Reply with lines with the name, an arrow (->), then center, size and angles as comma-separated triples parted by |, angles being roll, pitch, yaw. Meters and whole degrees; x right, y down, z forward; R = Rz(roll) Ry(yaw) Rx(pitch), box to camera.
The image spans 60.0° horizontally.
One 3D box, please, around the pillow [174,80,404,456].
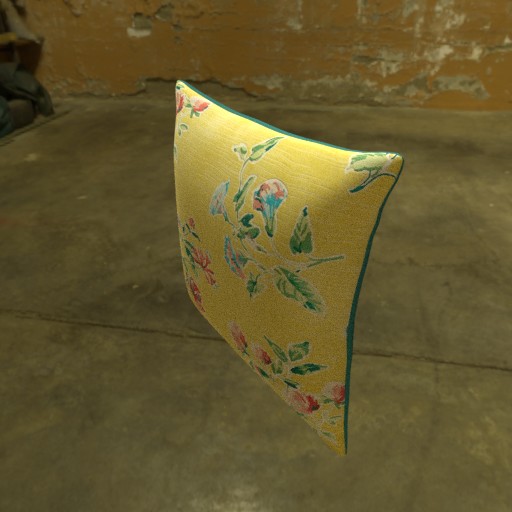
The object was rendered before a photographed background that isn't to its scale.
pillow -> 0.000, 0.000, 0.777 | 0.166, 0.508, 0.525 | -20, 37, -29
